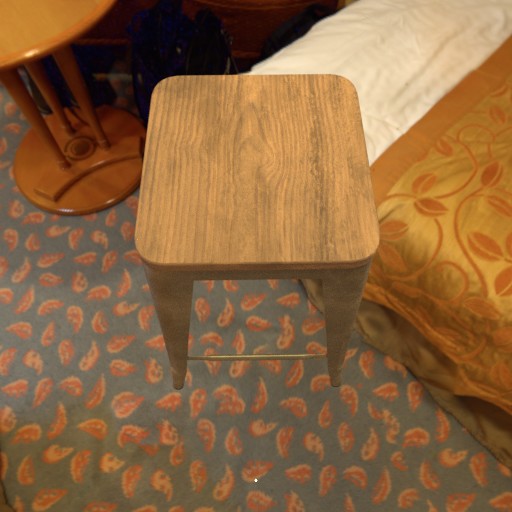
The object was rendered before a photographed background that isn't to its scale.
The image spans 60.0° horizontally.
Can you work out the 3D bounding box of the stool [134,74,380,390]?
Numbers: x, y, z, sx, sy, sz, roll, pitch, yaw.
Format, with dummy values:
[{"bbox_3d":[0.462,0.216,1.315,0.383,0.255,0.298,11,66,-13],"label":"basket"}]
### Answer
[{"bbox_3d":[0.000,0.000,0.886,0.407,0.607,0.407,-1,63,0],"label":"stool"}]
